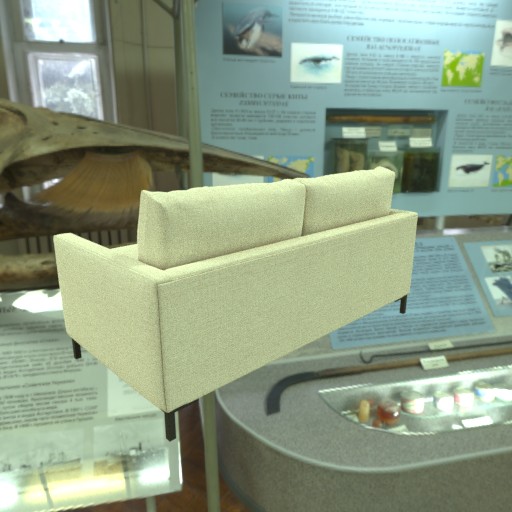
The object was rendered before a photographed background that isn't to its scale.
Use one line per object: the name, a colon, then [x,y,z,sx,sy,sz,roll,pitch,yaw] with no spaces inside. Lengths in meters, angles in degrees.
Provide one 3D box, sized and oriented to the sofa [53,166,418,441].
sofa: [0.000,0.000,2.170,1.651,0.812,0.839,-15,21,-42]
